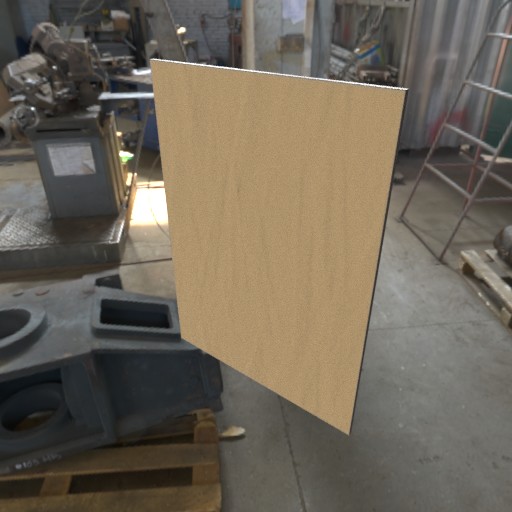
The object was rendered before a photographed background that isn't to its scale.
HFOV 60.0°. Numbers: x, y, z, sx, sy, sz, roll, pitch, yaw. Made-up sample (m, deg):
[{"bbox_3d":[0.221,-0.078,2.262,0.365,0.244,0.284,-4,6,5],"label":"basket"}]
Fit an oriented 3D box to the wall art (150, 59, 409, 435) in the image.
[{"bbox_3d":[0.000,0.000,1.437,0.810,1.116,0.016,22,37,32],"label":"wall art"}]
